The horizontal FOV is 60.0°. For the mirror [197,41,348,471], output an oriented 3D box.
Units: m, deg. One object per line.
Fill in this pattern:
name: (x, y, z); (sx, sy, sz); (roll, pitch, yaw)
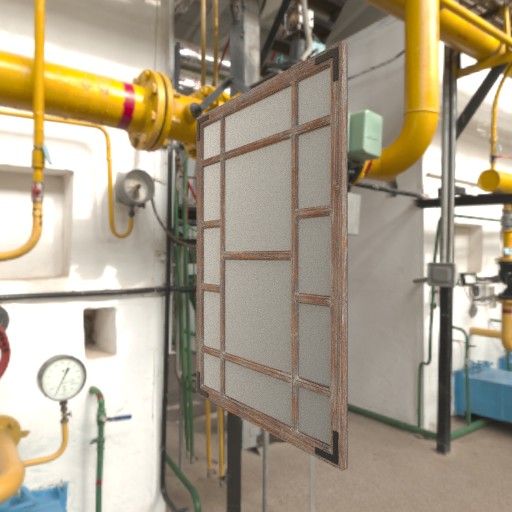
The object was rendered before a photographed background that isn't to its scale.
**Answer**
mirror: (0.000, 0.000, 1.315); (0.025, 0.996, 0.705); (0, 0, -36)
